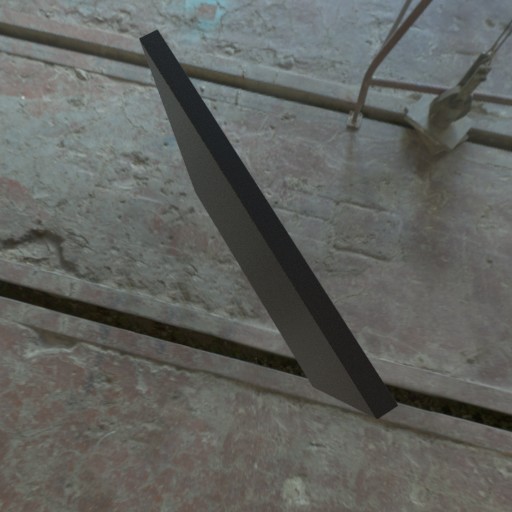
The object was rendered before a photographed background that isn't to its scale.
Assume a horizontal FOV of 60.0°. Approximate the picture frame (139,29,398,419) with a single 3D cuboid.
[{"bbox_3d":[0.000,0.000,0.809,0.029,0.557,0.559,-30,79,-7],"label":"picture frame"}]
